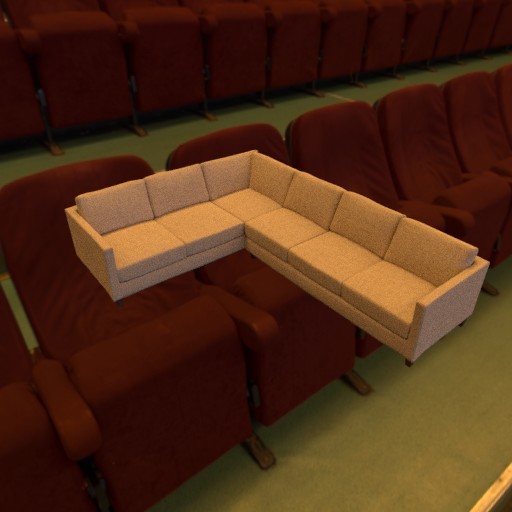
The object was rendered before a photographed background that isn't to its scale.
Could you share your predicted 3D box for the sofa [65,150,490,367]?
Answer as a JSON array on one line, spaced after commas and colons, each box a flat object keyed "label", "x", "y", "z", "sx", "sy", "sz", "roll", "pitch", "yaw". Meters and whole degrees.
[{"label": "sofa", "x": 0.000, "y": 0.000, "z": 4.184, "sx": 2.432, "sy": 0.863, "sz": 3.182, "roll": -23, "pitch": 40, "yaw": -32}]
